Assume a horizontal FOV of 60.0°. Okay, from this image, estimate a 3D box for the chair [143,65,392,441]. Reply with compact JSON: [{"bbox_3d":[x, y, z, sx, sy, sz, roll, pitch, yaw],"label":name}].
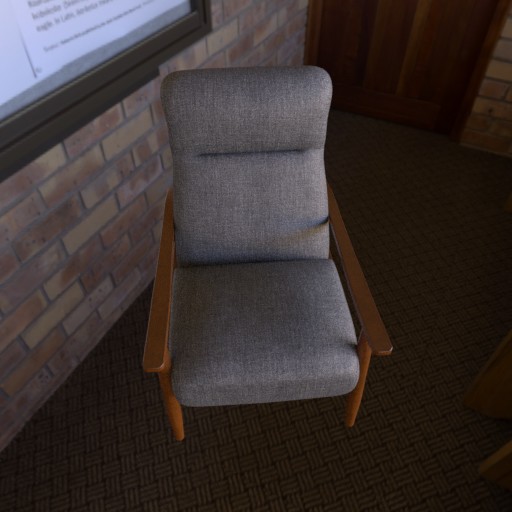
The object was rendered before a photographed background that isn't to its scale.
[{"bbox_3d":[0.000,0.000,1.748,0.762,1.082,1.030,-3,47,-3],"label":"chair"}]
